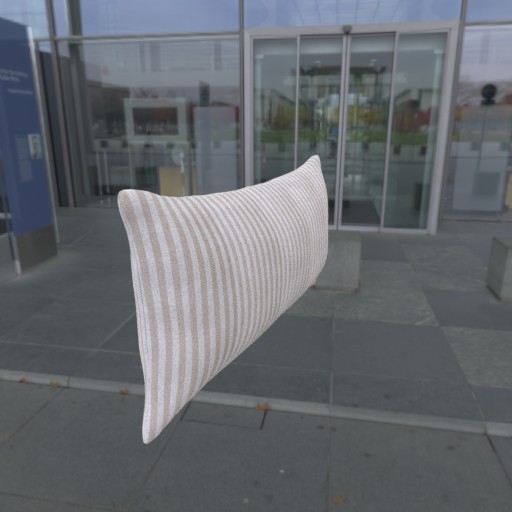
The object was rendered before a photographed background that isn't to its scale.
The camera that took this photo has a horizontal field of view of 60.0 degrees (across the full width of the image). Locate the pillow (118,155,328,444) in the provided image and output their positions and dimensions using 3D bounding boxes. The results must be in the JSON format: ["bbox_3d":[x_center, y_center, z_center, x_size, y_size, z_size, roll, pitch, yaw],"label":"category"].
[{"bbox_3d":[0.000,0.000,0.734,0.151,0.295,0.617,8,18,24],"label":"pillow"}]
